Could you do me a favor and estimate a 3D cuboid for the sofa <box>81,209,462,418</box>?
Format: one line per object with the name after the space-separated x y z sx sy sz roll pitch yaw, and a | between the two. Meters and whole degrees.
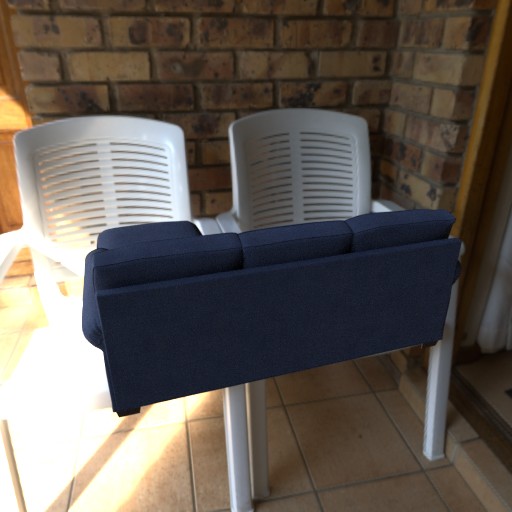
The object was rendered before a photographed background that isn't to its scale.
0.000 0.000 3.538 2.567 1.063 1.780 -8 27 -16 | sofa
